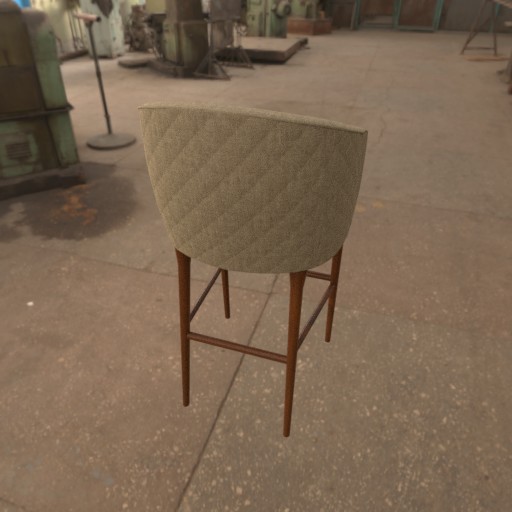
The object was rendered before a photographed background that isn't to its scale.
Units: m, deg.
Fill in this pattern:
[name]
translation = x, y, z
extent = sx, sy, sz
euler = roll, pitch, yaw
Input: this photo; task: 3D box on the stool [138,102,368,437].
[stool]
translation = 0.000, 0.000, 1.429
extent = 0.559, 1.078, 0.607
euler = 11, 34, 16
